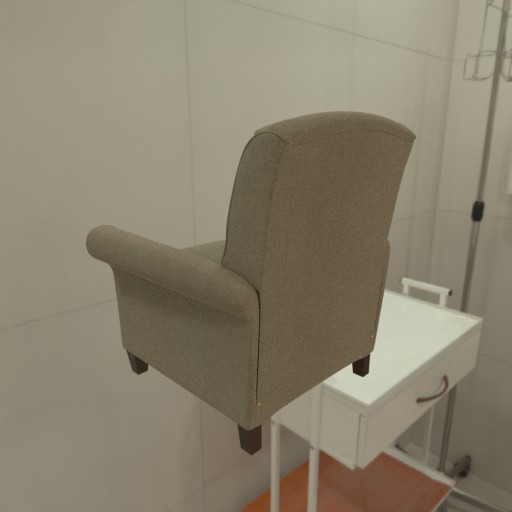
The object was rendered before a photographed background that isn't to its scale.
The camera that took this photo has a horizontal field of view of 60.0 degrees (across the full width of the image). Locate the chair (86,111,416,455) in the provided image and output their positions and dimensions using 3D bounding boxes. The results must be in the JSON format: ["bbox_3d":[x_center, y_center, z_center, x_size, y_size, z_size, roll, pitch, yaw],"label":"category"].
[{"bbox_3d":[0.000,0.000,1.748,0.905,1.061,0.978,15,22,43],"label":"chair"}]
